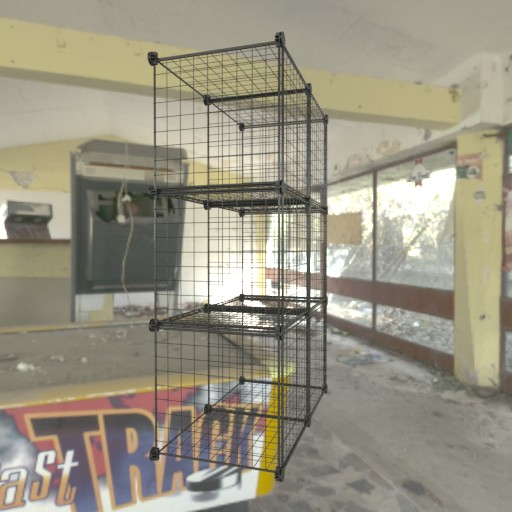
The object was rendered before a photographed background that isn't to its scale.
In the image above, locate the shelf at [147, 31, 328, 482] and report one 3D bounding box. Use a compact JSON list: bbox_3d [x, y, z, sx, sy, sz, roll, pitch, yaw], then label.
[{"bbox_3d":[0.000,0.000,1.428,0.356,1.067,0.711,0,1,18],"label":"shelf"}]
